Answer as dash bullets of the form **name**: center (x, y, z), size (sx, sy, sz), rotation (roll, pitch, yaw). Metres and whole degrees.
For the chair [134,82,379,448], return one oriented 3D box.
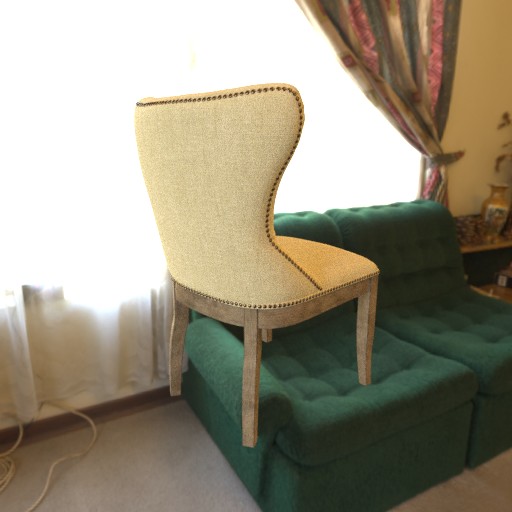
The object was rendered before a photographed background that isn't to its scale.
- **chair**: center (0.000, 0.000, 1.468), size (0.681, 1.002, 0.654), rotation (-14, 21, -43)
